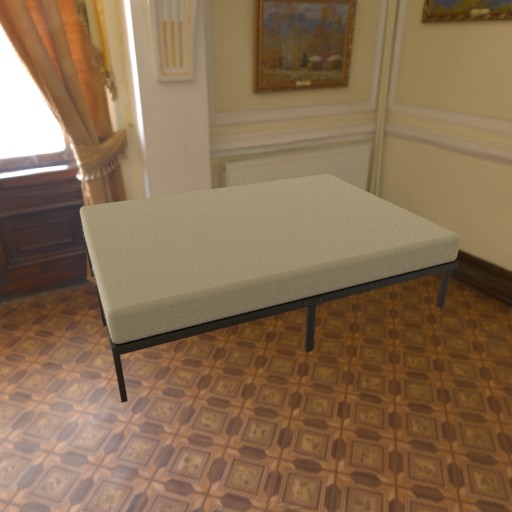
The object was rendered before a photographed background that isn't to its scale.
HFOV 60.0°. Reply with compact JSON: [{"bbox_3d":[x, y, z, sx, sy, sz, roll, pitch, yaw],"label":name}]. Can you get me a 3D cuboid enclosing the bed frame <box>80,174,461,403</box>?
[{"bbox_3d":[0.000,0.000,3.804,2.842,0.680,2.205,-8,27,-15],"label":"bed frame"}]
